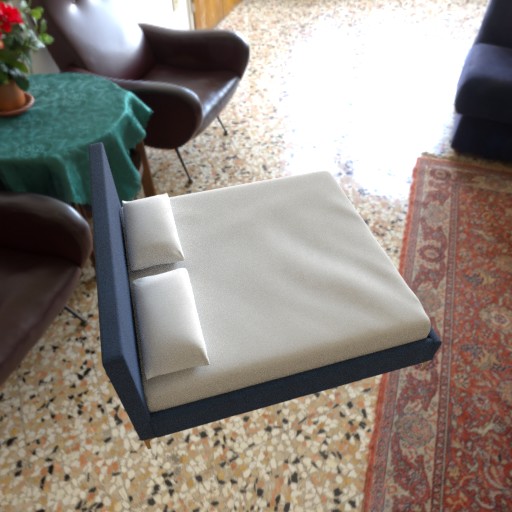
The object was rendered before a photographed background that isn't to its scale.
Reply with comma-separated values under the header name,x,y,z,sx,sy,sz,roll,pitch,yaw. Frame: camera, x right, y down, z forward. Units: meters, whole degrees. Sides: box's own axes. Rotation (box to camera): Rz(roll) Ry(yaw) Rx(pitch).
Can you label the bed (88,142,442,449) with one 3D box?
name,x,y,z,sx,sy,sz,roll,pitch,yaw
bed,0.000,0.000,3.562,2.232,1.231,2.096,-12,48,-11
